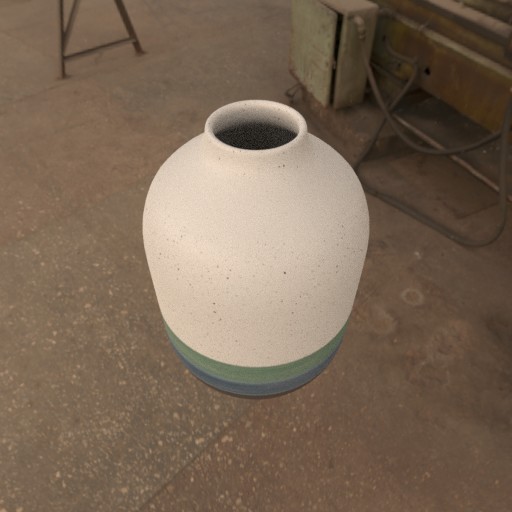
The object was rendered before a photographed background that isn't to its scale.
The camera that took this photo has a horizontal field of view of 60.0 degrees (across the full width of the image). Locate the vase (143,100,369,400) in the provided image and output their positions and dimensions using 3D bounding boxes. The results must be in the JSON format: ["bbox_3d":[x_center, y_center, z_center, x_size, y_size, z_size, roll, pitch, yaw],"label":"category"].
[{"bbox_3d":[0.000,0.000,0.363,0.169,0.240,0.169,0,47,0],"label":"vase"}]
